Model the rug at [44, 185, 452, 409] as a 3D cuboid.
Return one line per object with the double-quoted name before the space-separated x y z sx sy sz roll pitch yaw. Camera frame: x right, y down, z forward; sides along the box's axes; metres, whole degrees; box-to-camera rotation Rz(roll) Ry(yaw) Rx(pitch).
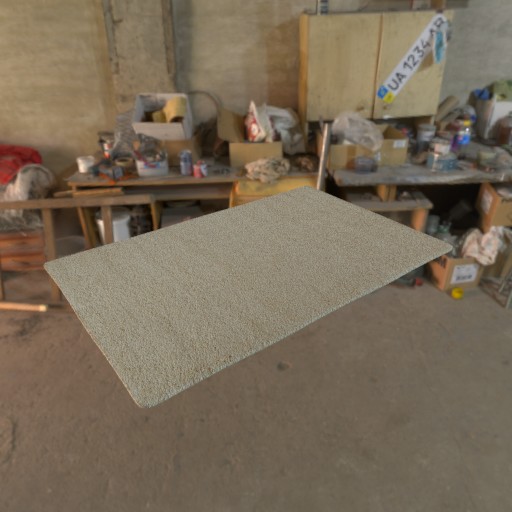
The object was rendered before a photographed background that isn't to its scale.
"rug" 0.000 0.000 2.986 2.349 0.026 1.500 -21 36 -32
